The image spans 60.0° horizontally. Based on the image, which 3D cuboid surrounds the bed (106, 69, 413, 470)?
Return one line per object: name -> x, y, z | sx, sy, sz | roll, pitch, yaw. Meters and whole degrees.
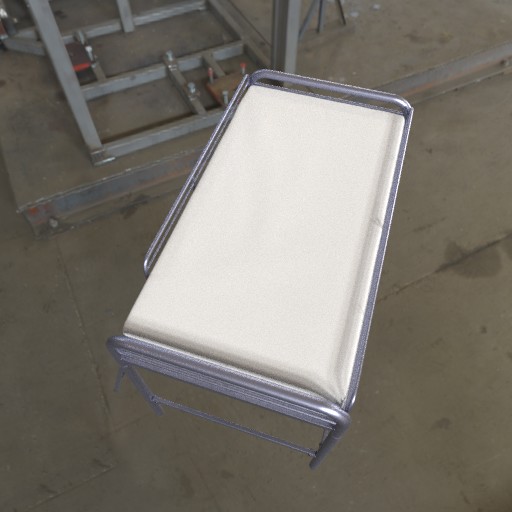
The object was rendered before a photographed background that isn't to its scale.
bed -> 0.000, 0.000, 2.803 | 1.415, 1.288, 1.965 | 15, 58, 10
